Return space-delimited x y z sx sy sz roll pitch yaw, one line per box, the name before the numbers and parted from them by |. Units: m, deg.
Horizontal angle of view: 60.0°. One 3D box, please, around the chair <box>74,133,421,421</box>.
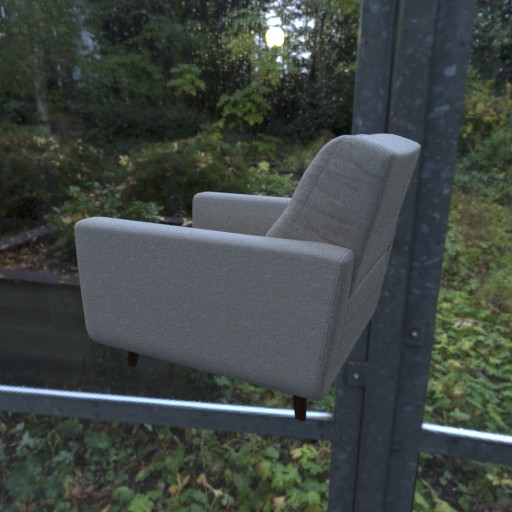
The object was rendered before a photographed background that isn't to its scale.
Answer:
chair | 0.000 0.000 1.814 1.128 0.965 0.897 8 18 25
